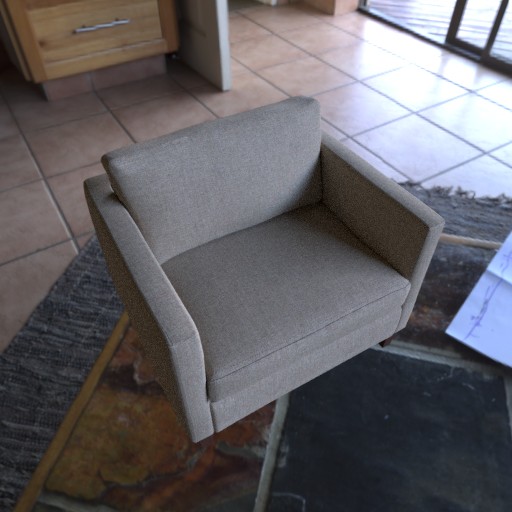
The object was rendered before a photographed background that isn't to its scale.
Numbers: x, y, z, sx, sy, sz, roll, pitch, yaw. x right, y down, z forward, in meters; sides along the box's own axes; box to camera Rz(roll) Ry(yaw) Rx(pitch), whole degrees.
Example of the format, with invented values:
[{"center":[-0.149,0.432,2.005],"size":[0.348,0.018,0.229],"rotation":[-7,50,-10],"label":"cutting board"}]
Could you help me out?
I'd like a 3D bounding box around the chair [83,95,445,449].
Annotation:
[{"center":[0.000,0.000,1.876],"size":[1.107,0.987,0.959],"rotation":[-22,49,-21],"label":"chair"}]
